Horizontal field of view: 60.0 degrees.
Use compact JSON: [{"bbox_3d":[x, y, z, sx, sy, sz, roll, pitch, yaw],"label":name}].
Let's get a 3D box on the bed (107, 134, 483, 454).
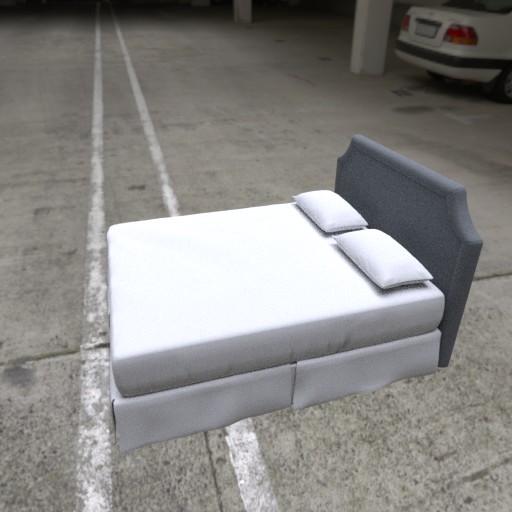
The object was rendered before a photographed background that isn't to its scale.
[{"bbox_3d":[0.000,0.000,3.241,2.259,1.296,1.811,-8,31,-15],"label":"bed"}]
